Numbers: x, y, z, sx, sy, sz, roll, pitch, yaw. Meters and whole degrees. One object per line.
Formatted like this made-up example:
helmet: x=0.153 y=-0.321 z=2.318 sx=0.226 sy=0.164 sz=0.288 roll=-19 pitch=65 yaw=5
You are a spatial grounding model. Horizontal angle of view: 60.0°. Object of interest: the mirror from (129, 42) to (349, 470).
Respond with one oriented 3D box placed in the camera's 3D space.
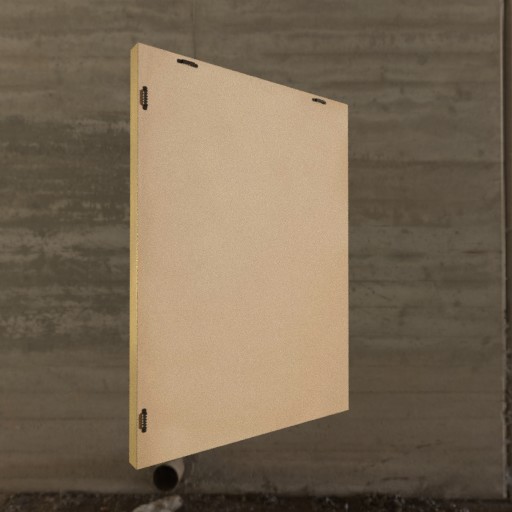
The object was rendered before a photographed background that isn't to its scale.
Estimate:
mirror: x=0.000 y=0.000 z=0.896 sx=0.507 sy=0.710 sz=0.040 roll=0 pitch=-1 yaw=-36
